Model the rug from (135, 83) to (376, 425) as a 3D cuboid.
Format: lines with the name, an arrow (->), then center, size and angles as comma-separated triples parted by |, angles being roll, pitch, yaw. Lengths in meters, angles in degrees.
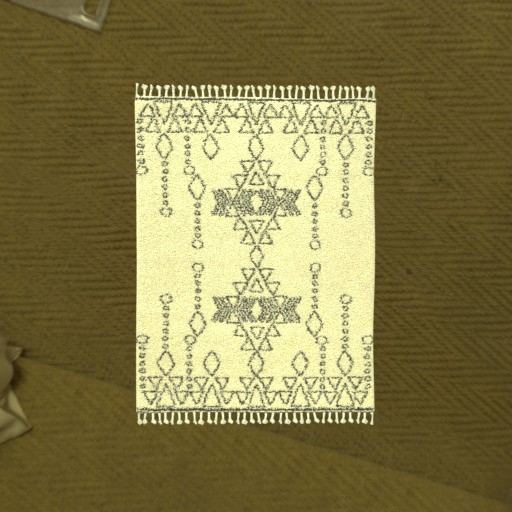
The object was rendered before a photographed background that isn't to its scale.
rug -> 0.000, 0.000, 3.926 | 2.125, 0.028, 3.027 | 0, 91, -1
